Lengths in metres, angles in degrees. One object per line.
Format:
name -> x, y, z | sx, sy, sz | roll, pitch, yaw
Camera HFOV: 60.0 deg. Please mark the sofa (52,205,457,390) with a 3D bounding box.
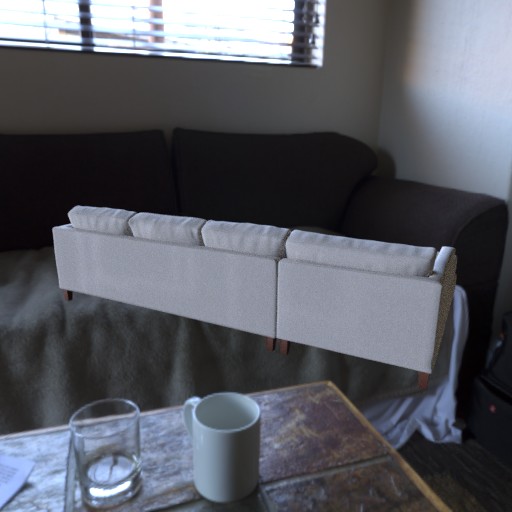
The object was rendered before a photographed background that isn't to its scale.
sofa -> 0.000, 0.000, 3.907 | 3.186, 0.861, 1.625 | 8, 18, 26
